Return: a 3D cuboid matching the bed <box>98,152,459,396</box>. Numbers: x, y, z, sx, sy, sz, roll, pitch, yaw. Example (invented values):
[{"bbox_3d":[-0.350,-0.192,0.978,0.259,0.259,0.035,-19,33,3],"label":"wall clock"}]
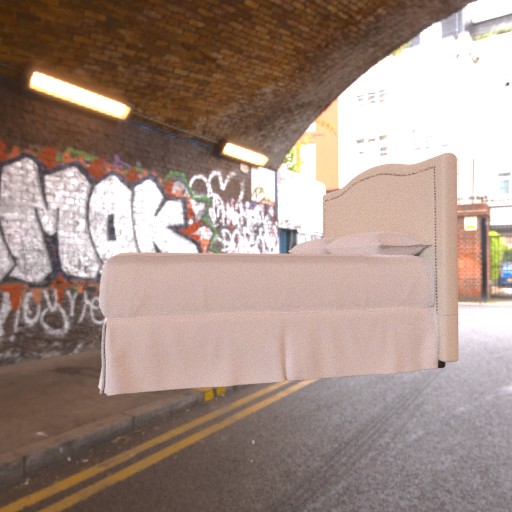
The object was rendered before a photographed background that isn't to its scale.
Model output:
[{"bbox_3d":[0.000,0.000,3.297,2.143,1.460,1.753,0,-1,-17],"label":"bed"}]
